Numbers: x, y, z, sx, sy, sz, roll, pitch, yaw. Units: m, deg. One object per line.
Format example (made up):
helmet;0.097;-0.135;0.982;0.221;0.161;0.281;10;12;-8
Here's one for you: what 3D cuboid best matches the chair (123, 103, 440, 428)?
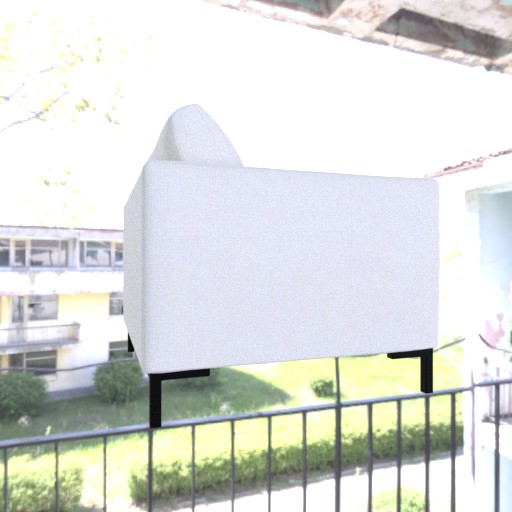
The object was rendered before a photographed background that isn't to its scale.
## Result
chair;0.000;0.000;1.594;0.875;0.806;0.964;0;0;-19
